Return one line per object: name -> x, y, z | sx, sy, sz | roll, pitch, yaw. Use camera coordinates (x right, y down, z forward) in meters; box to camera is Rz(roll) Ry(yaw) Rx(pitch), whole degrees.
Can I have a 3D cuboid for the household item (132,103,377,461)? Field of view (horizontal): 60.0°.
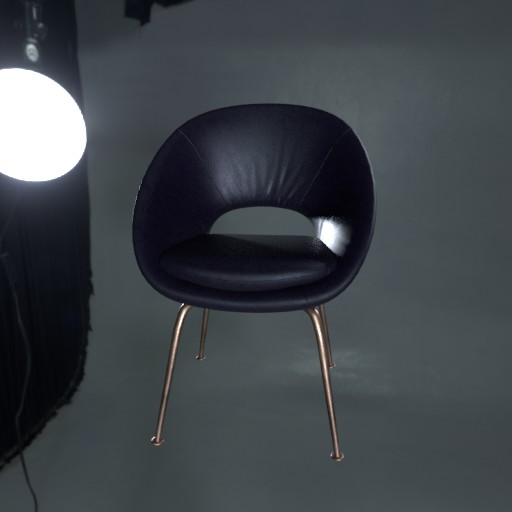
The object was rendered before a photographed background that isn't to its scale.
household item -> 0.000, 0.000, 1.242 | 0.623, 0.852, 0.573 | 2, 15, 7
